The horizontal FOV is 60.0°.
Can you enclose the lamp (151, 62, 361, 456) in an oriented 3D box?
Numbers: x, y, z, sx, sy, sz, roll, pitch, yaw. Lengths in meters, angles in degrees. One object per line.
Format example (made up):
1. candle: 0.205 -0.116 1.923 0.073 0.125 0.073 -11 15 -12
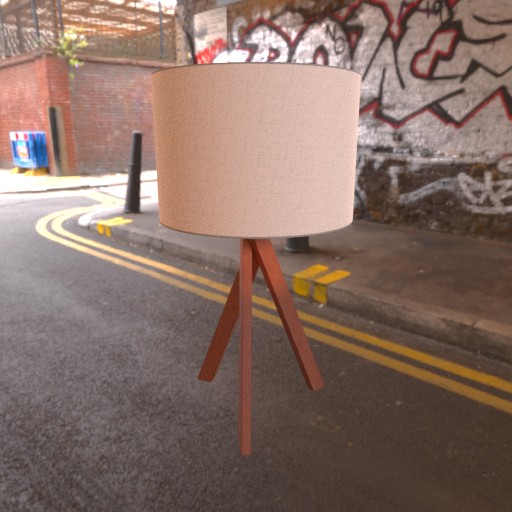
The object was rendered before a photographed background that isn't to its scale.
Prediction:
1. lamp: 0.000 0.000 0.913 0.380 0.686 0.380 -2 16 -8
